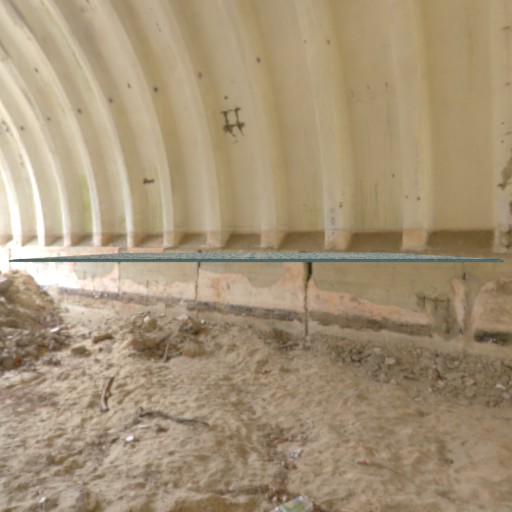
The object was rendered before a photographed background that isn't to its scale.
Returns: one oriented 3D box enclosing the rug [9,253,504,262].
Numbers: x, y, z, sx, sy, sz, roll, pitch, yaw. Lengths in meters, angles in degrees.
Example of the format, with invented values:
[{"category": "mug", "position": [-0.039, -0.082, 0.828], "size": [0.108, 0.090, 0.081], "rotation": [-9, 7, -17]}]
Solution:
[{"category": "rug", "position": [0.000, 0.000, 3.824], "size": [2.964, 0.018, 2.350], "rotation": [0, 1, 0]}]
